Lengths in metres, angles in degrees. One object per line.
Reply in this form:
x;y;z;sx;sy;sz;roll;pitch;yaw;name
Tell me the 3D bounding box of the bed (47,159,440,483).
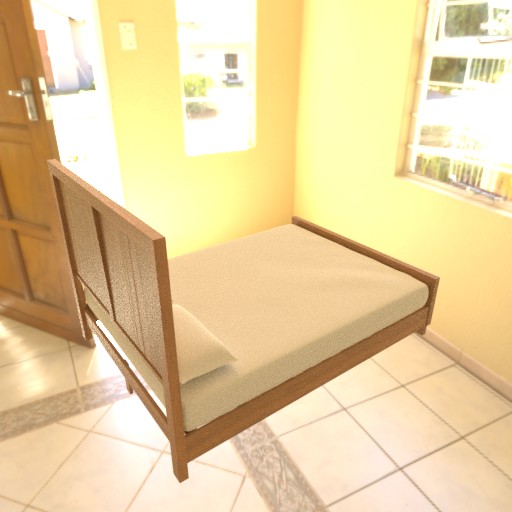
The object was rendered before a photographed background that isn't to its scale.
0.000;0.000;3.180;2.184;1.387;1.606;-18;31;-33;bed
